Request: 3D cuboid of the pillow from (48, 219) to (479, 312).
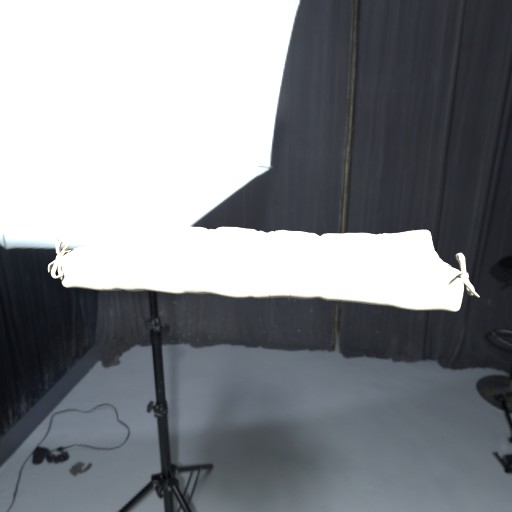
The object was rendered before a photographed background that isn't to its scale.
[{"bbox_3d":[0.000,0.000,1.374,1.194,0.174,0.511,3,17,8],"label":"pillow"}]
